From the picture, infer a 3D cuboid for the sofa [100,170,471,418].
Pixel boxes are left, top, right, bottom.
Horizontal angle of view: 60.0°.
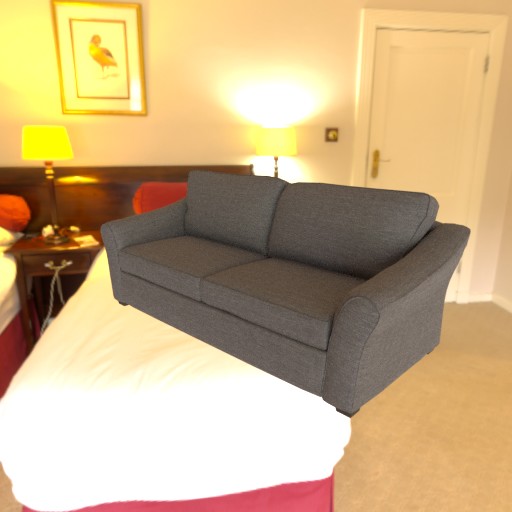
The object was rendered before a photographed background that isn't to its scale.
[{"bbox_3d":[0.000,0.000,2.821,2.270,0.950,0.971,15,22,41],"label":"sofa"}]
